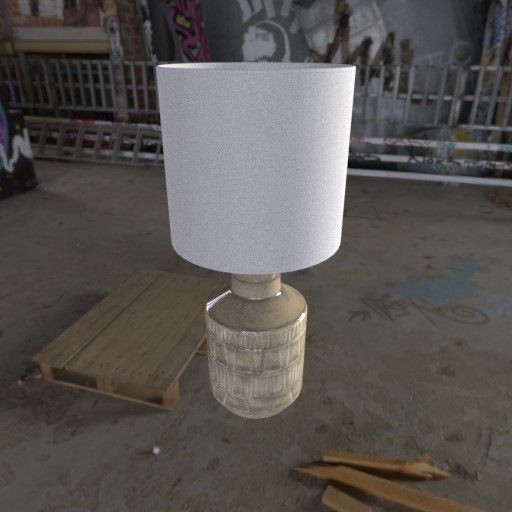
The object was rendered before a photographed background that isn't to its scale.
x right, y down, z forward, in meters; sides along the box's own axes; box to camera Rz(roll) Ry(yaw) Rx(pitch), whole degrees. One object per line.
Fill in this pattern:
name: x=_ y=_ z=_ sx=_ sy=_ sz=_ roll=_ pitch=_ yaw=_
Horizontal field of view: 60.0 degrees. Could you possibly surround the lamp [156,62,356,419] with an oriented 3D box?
lamp: x=0.000 y=0.000 z=0.575 sx=0.211 sy=0.455 sz=0.211 roll=18 pitch=30 yaw=33
